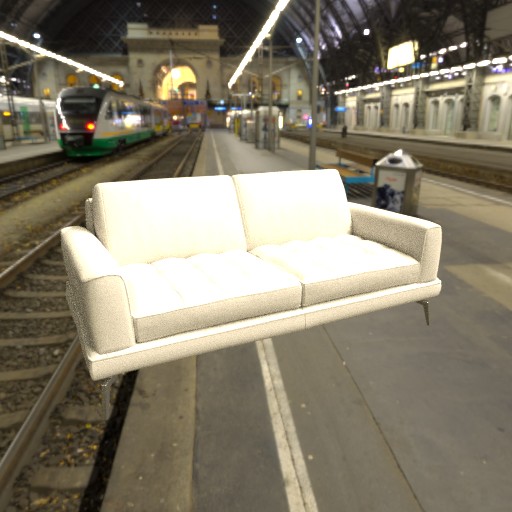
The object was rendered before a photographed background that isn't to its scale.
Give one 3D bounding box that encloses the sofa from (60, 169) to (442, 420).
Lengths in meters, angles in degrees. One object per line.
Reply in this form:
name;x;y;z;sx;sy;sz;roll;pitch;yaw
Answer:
sofa;0.000;0.000;2.757;2.177;0.930;1.121;-9;19;-26
